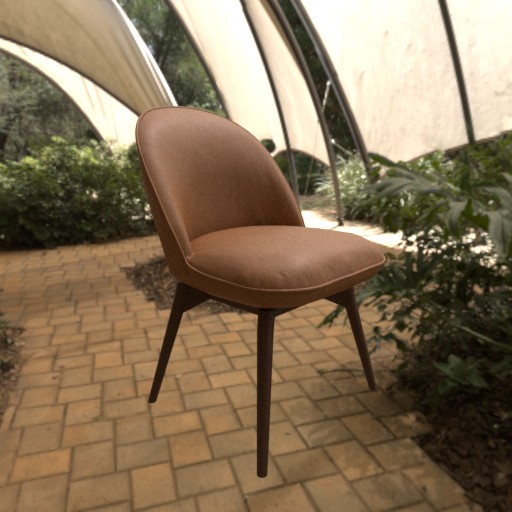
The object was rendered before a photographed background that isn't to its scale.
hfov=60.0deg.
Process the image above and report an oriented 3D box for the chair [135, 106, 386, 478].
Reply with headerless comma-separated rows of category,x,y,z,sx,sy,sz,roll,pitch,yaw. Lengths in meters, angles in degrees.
chair,0.000,0.000,1.236,0.631,0.831,0.521,13,18,42
